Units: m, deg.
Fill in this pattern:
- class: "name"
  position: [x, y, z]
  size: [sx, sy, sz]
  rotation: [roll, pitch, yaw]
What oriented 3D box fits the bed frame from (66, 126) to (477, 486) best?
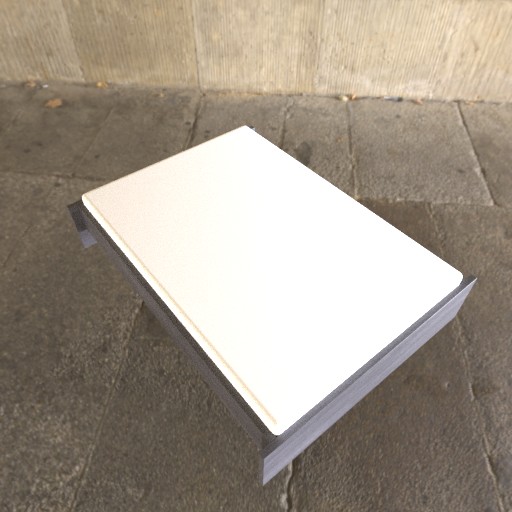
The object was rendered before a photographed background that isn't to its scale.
- class: "bed frame"
  position: [0.000, 0.000, 2.691]
  size: [1.490, 0.432, 1.950]
  rotation: [-31, 55, -25]
